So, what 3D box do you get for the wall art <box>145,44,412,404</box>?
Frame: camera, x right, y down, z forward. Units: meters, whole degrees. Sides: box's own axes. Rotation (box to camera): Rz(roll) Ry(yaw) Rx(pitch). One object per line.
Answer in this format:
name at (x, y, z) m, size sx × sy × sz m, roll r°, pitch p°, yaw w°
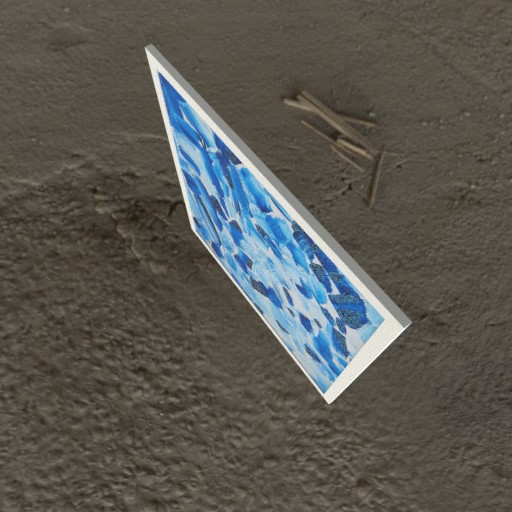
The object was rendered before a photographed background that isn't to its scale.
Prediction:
wall art at (0.000, 0.000, 0.987) m, size 0.015 × 0.660 × 0.660 m, roll -34°, pitch 68°, yaw -15°
